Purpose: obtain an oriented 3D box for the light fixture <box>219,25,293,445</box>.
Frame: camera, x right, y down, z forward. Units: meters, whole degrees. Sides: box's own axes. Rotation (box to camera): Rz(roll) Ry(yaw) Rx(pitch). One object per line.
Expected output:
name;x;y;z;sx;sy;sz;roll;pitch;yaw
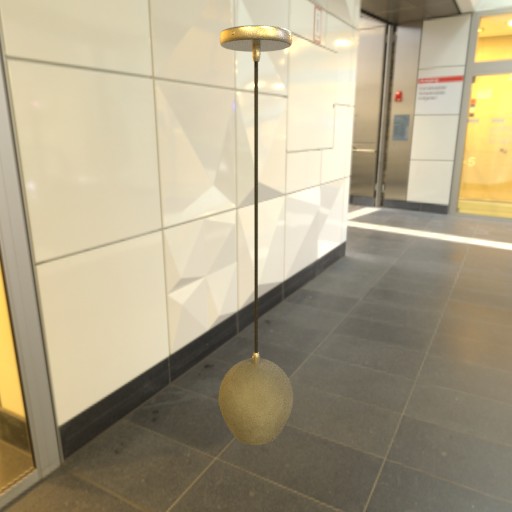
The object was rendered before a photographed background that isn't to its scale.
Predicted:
light fixture;0.000;0.000;0.832;0.153;0.760;0.153;3;16;9
